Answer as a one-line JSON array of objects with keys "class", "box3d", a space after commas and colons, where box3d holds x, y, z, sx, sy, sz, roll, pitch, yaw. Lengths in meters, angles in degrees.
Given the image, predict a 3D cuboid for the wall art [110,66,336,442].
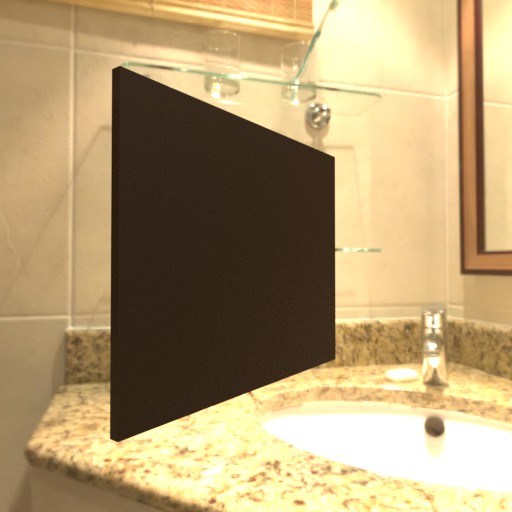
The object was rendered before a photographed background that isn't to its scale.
[{"class": "wall art", "box3d": [0.000, 0.000, 1.614, 0.034, 0.952, 1.207, -1, -1, 37]}]
